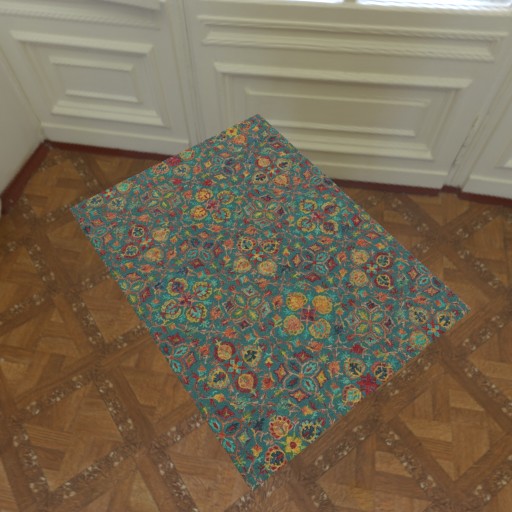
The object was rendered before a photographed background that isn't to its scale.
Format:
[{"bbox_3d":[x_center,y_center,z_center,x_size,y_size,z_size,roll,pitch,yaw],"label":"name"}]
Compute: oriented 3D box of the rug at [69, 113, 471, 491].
[{"bbox_3d":[0.000,0.000,4.261,2.434,0.025,3.204,-32,63,-18],"label":"rug"}]
